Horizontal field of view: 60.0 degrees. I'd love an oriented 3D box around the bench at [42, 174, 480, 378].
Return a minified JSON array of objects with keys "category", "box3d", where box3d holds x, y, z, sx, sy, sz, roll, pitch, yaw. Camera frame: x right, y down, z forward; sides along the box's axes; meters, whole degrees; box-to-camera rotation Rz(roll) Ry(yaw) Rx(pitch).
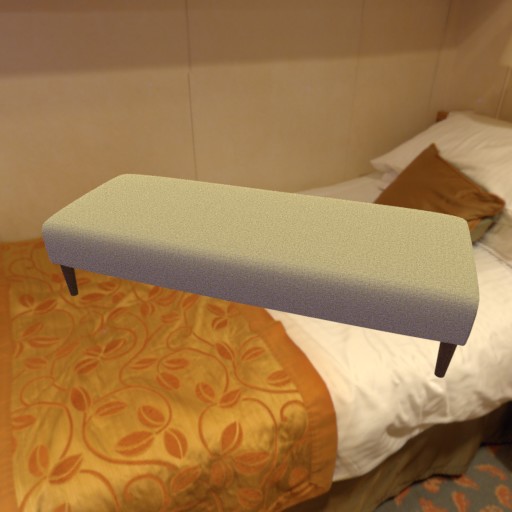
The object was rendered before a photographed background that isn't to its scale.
[{"category":"bench","box3d":[0.000,0.000,1.839,1.598,0.383,0.631,10,32,16]}]
